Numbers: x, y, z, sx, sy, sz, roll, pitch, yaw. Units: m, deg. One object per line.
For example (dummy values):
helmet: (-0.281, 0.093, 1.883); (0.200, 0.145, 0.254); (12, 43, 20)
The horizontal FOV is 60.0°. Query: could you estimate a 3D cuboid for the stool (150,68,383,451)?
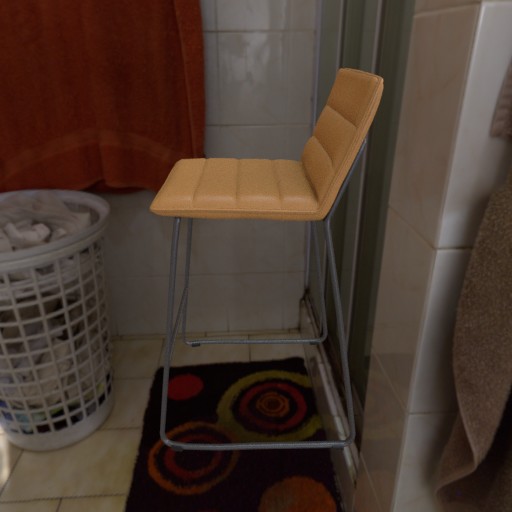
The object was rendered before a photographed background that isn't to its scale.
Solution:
stool: (0.000, 0.000, 1.210); (0.524, 0.936, 0.489); (0, 26, -1)
